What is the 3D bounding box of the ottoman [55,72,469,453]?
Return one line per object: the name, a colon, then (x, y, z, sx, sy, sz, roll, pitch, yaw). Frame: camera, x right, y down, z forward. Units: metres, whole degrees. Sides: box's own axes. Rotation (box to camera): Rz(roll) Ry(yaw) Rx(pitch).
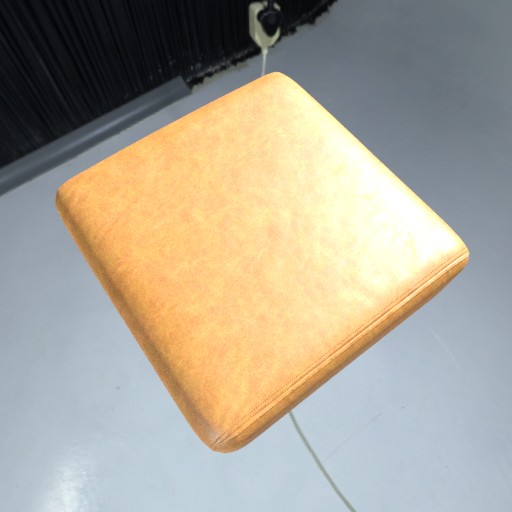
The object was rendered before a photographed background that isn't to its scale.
ottoman: (0.000, 0.000, 1.052, 0.650, 0.399, 0.650, -33, 68, -15)
